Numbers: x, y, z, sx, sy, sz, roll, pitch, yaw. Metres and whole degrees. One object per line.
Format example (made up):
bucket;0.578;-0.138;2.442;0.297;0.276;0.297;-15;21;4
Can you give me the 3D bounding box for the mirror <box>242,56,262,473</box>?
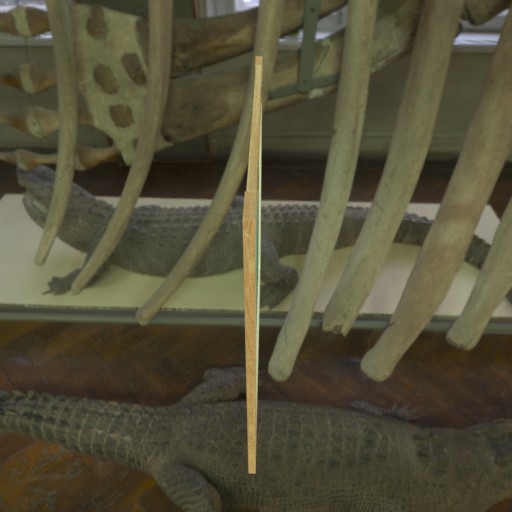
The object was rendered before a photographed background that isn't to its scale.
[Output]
mirror;0.000;0.000;1.199;0.020;0.800;0.800;1;40;1
